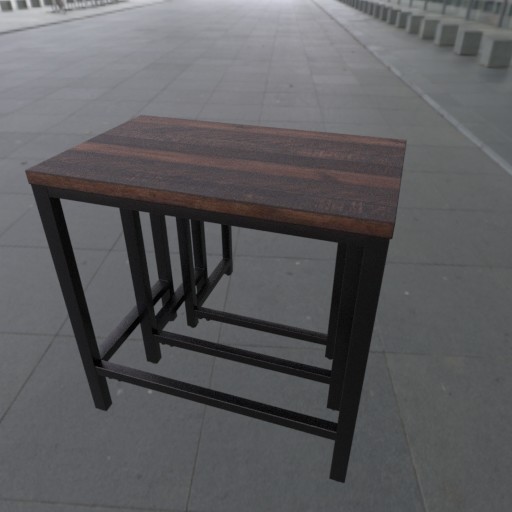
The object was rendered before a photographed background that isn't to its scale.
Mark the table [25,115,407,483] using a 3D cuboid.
[{"bbox_3d":[0.000,0.000,1.098,0.608,0.616,0.660,10,33,15],"label":"table"}]
